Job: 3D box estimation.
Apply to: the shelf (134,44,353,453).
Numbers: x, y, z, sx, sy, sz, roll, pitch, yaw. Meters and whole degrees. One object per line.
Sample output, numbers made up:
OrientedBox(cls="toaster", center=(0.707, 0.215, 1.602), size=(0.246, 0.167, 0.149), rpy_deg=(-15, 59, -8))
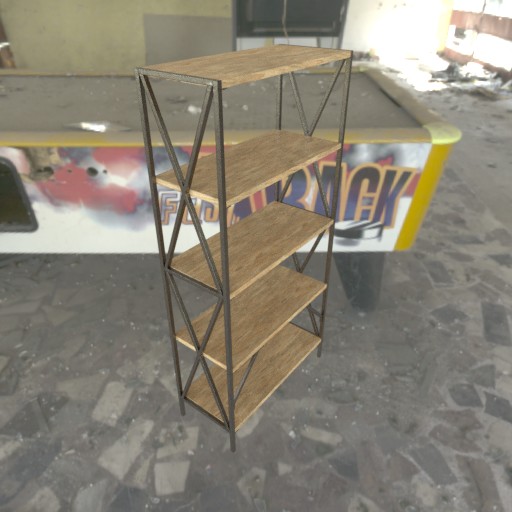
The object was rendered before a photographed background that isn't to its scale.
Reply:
OrientedBox(cls="shelf", center=(0.000, 0.000, 2.193), size=(0.386, 1.803, 0.874), rpy_deg=(22, 38, 31))
